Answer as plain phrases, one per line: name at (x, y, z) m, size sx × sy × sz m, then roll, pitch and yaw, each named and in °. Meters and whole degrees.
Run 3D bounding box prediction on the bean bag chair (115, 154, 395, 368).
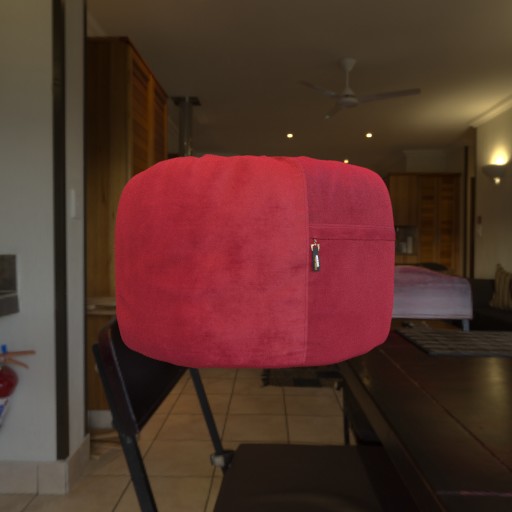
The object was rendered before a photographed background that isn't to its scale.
bean bag chair at (0.000, 0.000, 2.008) m, size 1.219 × 0.762 × 1.219 m, roll 0°, pitch 1°, yaw 0°
